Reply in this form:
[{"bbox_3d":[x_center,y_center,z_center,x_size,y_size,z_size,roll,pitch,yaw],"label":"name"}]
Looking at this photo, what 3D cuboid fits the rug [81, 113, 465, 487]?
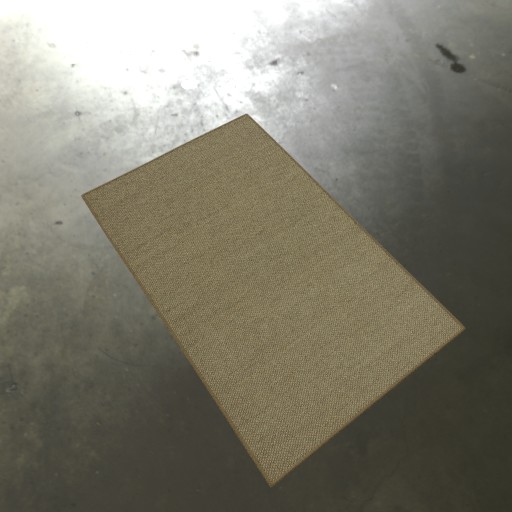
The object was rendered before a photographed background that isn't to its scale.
[{"bbox_3d":[0.000,0.000,2.119,1.062,0.013,1.667,-32,64,-17],"label":"rug"}]
